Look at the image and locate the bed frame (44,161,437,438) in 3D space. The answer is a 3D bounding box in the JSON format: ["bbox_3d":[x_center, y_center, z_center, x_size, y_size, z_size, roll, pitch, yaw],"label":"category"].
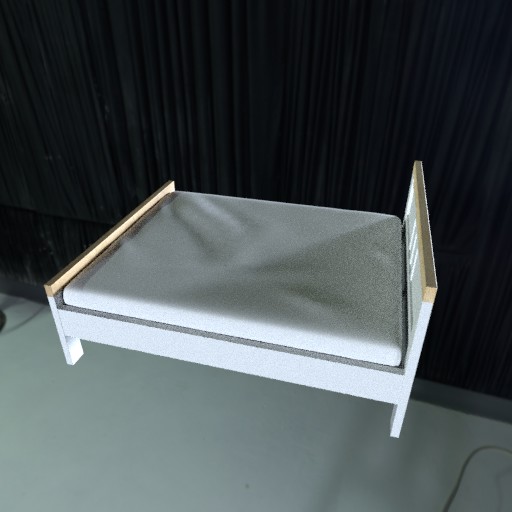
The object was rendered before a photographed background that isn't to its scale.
[{"bbox_3d":[0.000,0.000,3.044,2.050,0.980,1.670,8,32,13],"label":"bed frame"}]
